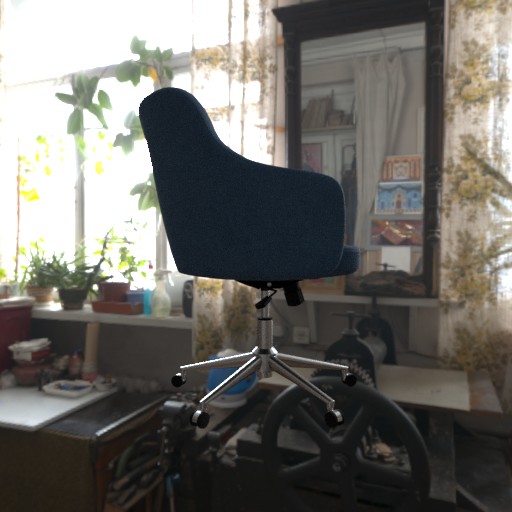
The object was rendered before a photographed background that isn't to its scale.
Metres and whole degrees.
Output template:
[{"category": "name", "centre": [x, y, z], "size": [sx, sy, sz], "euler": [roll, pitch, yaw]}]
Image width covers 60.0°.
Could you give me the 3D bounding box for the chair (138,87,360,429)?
[{"category": "chair", "centre": [0.000, 0.000, 1.287], "size": [0.655, 0.820, 0.599], "euler": [-1, 2, -18]}]
